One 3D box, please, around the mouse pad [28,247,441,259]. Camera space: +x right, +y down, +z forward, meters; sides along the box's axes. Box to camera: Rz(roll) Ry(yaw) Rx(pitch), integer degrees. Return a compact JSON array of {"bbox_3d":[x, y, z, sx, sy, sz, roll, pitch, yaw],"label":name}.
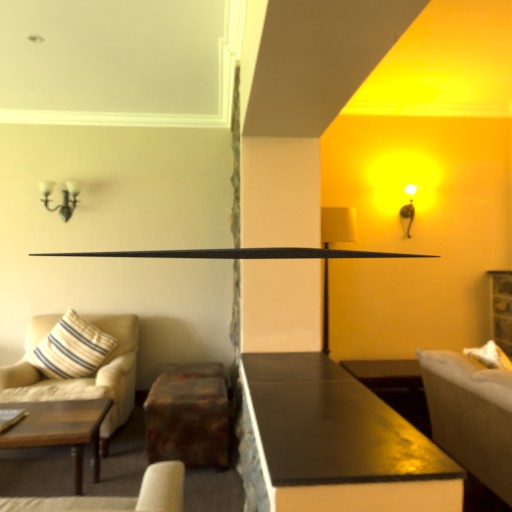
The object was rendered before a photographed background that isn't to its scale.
[{"bbox_3d":[0.000,0.000,0.615,0.393,0.002,0.451,-1,-1,36],"label":"mouse pad"}]
